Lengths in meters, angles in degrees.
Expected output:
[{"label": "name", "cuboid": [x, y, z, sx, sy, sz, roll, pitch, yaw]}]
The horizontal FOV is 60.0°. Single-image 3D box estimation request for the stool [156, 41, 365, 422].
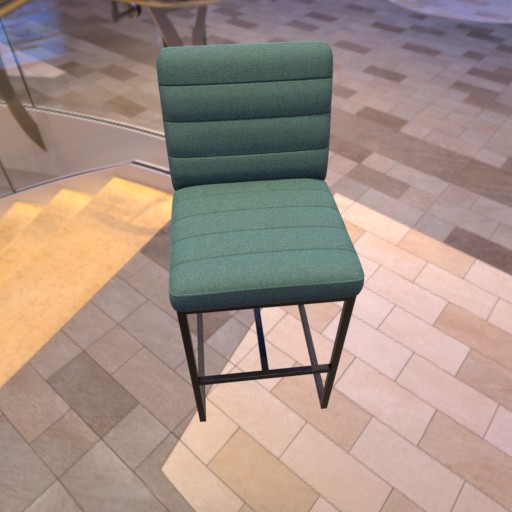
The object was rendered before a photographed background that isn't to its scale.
[{"label": "stool", "cuboid": [0.000, 0.000, 1.321, 0.460, 1.040, 0.560, -5, 46, -4]}]
